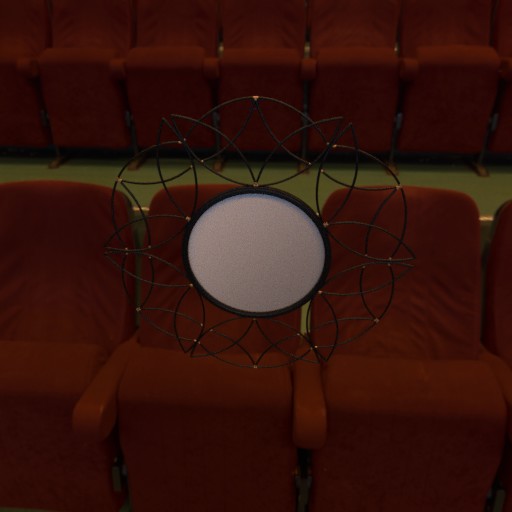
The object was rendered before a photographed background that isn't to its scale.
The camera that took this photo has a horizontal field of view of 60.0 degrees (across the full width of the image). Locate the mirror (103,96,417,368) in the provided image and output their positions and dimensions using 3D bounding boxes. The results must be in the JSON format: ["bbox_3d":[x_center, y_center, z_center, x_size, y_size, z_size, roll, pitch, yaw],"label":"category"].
[{"bbox_3d":[0.000,0.000,1.130,0.797,0.775,0.028,2,30,3],"label":"mirror"}]
